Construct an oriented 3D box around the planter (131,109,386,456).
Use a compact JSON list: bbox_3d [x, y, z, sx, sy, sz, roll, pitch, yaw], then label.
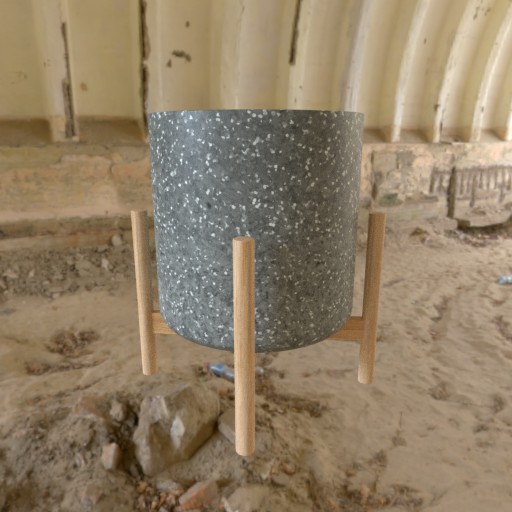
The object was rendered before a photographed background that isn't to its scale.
[{"bbox_3d":[0.000,0.000,0.691,0.360,0.419,0.360,8,17,26],"label":"planter"}]
